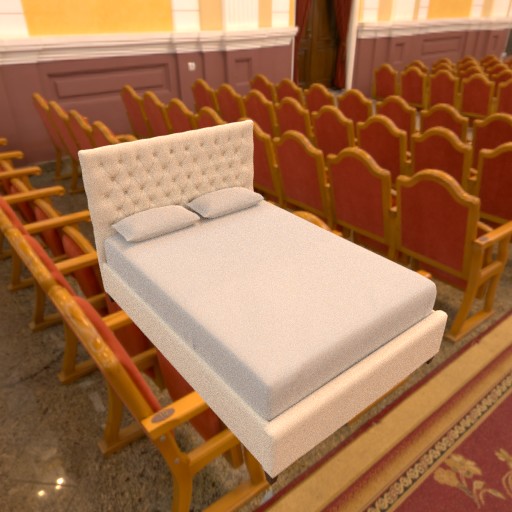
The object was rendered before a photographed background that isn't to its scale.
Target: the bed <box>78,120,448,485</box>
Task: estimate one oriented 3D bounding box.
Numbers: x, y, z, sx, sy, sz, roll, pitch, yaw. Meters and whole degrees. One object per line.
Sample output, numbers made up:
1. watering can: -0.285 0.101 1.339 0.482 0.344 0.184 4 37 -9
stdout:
1. bed: 0.000 0.000 3.424 1.698 1.427 2.387 -22 36 -33
